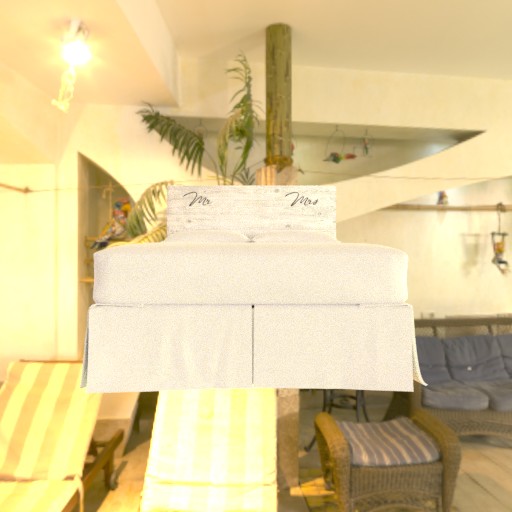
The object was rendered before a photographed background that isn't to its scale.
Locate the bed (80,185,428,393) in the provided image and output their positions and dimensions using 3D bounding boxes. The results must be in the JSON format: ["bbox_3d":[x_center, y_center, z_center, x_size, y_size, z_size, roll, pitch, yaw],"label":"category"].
[{"bbox_3d":[0.000,0.000,3.169,1.745,1.335,2.094,0,0,0],"label":"bed"}]
